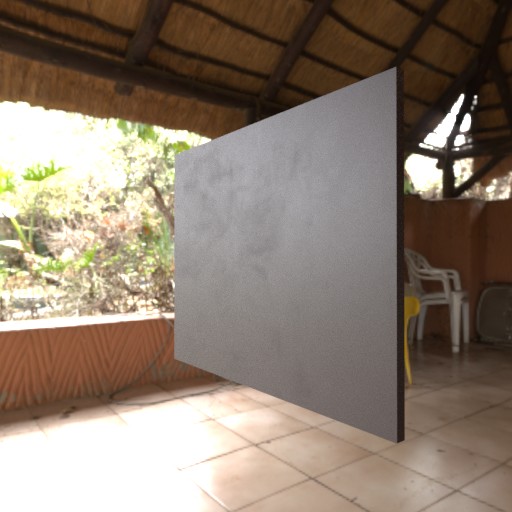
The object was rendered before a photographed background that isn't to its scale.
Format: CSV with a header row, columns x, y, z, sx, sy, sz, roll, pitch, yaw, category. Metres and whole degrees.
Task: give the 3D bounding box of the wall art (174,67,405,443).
x,y,z,sx,sy,sz,roll,pitch,yaw,category
0.000,0.000,1.607,0.034,0.952,1.207,0,-1,-38,wall art
